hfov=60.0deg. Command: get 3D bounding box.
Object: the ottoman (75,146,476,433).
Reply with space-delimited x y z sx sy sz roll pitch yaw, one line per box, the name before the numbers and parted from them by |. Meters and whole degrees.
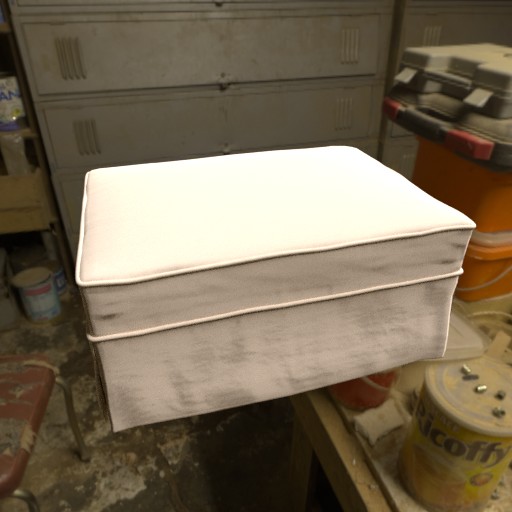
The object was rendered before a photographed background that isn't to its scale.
ottoman | 0.000 0.000 1.296 0.944 0.479 0.703 -9 32 -14
